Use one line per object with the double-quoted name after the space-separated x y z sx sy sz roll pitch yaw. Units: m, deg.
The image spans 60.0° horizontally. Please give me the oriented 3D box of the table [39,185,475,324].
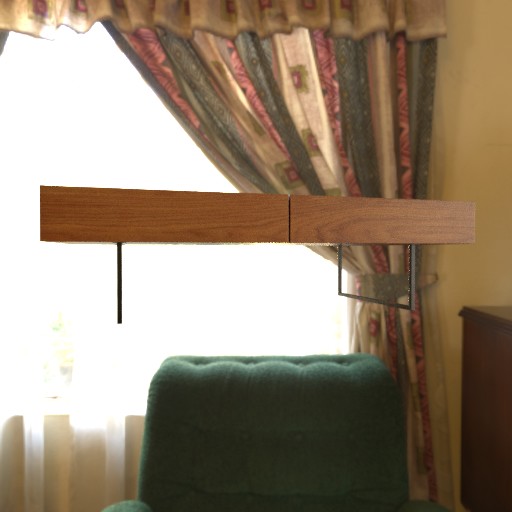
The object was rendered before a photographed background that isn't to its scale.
0.000 0.000 1.456 1.194 0.330 0.610 0 1 -17 "table"
